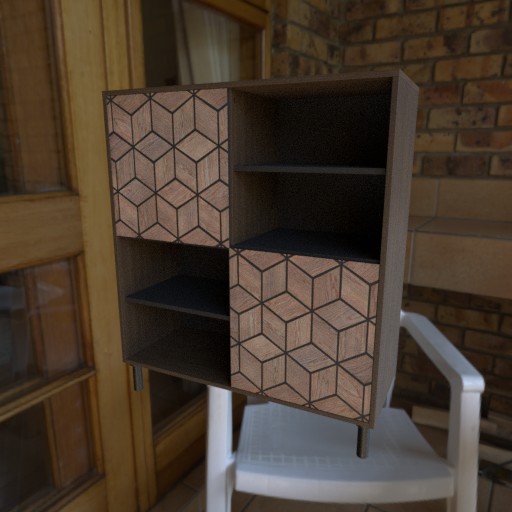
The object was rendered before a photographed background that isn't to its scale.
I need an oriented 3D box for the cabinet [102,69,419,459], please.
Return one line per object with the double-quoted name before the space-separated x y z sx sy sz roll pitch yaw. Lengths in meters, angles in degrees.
"cabinet" 0.000 0.000 1.651 1.010 1.170 0.400 7 15 25
